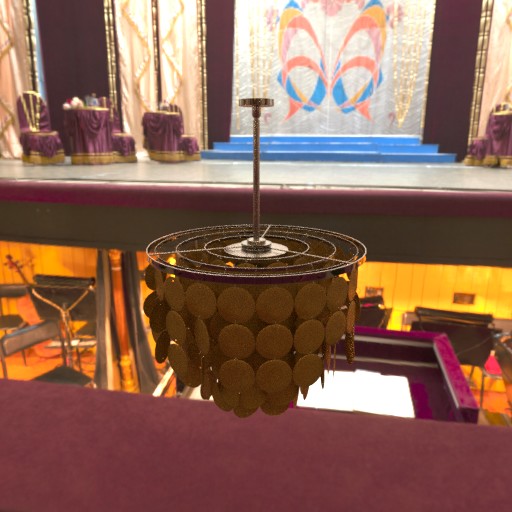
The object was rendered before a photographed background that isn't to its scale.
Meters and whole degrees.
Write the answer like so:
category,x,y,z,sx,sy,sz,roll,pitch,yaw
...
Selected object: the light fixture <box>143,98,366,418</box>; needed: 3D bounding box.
category,x,y,z,sx,sy,sz,roll,pitch,yaw
light fixture,0.000,0.000,0.738,0.368,0.492,0.368,0,15,0
